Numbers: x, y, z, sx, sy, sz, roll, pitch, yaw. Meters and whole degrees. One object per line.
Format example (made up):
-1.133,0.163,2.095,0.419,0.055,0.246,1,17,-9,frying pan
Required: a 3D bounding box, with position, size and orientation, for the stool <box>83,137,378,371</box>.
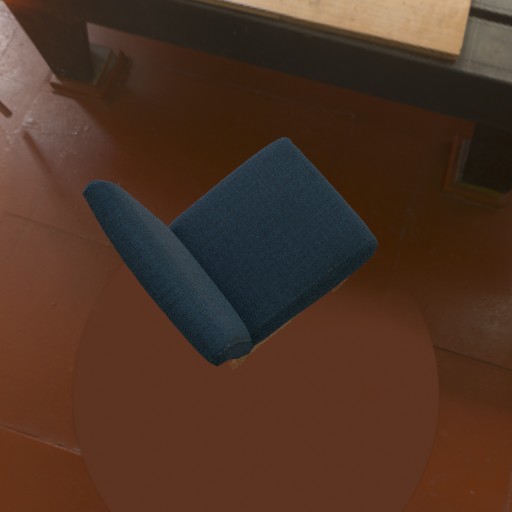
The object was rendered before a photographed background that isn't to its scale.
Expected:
0.000,0.000,1.347,0.567,1.039,0.454,-38,78,-9,stool
